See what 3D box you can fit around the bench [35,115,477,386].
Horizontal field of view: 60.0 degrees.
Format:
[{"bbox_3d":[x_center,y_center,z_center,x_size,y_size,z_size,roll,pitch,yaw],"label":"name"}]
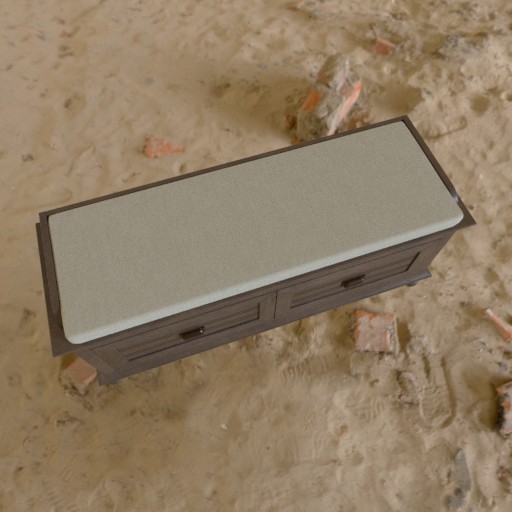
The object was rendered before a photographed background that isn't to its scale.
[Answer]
[{"bbox_3d":[0.000,0.000,1.433,1.185,0.501,0.402,-17,64,-8],"label":"bench"}]
